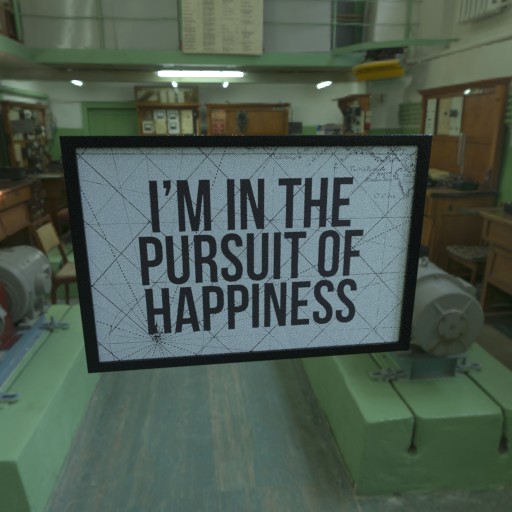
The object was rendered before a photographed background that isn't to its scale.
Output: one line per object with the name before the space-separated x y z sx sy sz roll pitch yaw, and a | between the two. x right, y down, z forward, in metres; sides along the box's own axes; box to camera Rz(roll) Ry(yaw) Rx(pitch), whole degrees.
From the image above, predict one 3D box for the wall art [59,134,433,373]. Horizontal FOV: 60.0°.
wall art | 0.000 0.000 1.049 0.819 0.552 0.015 -2 17 -8
